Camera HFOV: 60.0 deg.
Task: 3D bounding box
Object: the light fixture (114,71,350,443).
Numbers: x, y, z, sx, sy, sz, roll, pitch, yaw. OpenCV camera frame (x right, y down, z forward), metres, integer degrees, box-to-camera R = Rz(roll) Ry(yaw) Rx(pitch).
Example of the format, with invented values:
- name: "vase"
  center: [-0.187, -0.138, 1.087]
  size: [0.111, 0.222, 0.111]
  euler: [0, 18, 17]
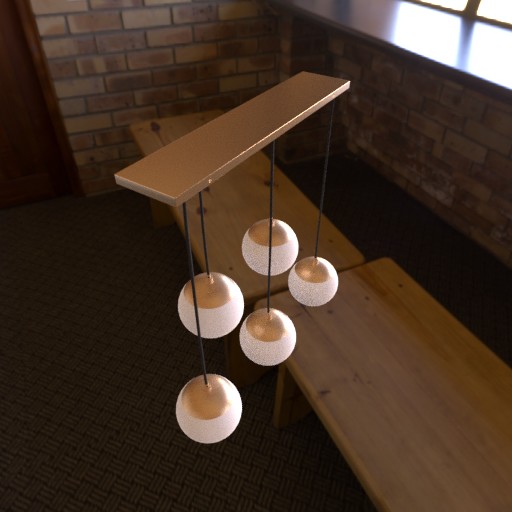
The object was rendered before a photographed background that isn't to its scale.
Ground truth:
- name: "light fixture"
  center: [0.000, 0.000, 1.353]
  size: [0.299, 0.869, 0.863]
  euler: [23, 45, 25]
